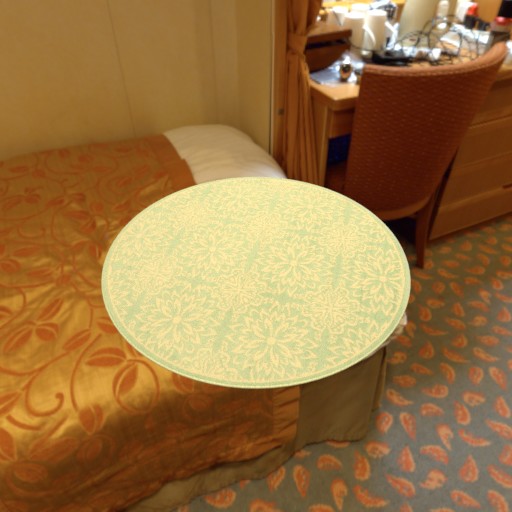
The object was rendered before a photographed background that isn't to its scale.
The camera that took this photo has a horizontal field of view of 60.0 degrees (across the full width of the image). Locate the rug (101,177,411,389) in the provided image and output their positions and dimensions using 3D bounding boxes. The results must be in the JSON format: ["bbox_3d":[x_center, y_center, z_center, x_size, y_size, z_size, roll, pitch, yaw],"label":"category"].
[{"bbox_3d":[0.000,0.000,2.359,1.593,0.012,1.593,0,41,0],"label":"rug"}]
